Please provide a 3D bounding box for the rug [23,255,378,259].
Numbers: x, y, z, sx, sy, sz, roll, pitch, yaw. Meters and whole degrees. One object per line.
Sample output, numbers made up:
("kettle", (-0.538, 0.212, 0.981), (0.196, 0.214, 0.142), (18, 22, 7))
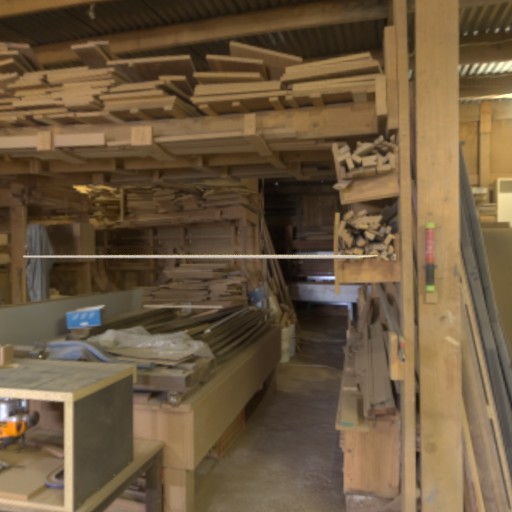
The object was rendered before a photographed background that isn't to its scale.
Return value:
("rug", (0.000, 0.000, 2.997), (1.524, 0.011, 2.438), (0, 0, 17))
